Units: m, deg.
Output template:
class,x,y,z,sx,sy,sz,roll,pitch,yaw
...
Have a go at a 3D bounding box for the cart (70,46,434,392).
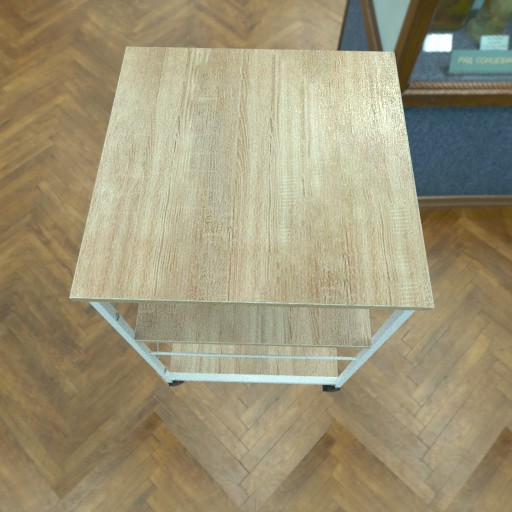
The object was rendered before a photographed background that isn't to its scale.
class,x,y,z,sx,sy,sz,roll,pitch,yaw
cart,0.000,0.000,1.087,0.520,0.762,0.521,1,64,1
